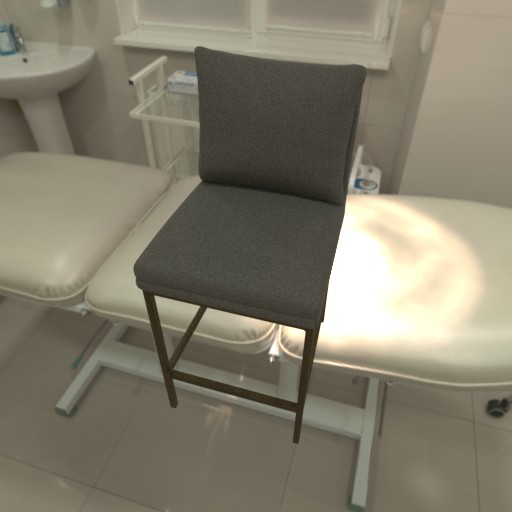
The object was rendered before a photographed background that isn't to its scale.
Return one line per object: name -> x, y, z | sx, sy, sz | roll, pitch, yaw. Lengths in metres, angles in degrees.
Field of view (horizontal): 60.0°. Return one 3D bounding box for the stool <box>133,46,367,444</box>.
stool -> 0.000, 0.000, 1.307 | 0.463, 1.030, 0.569 | 11, 43, 13
